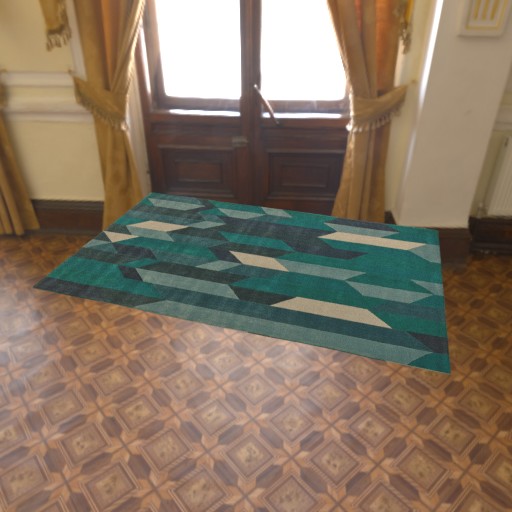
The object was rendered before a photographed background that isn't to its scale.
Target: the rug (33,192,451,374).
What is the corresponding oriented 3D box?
[{"bbox_3d":[0.000,0.000,3.046,2.420,0.005,1.528,9,33,14],"label":"rug"}]
